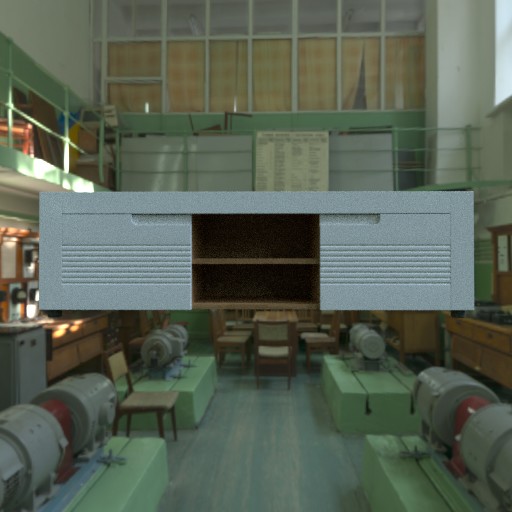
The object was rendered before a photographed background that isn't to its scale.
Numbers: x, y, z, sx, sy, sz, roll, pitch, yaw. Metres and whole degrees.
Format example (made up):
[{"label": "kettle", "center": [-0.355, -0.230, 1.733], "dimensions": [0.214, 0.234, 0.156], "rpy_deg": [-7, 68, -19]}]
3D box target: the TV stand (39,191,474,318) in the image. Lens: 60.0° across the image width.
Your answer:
[{"label": "TV stand", "center": [0.000, 0.000, 1.734], "dimensions": [1.500, 0.440, 0.410], "rpy_deg": [0, -1, 1]}]
